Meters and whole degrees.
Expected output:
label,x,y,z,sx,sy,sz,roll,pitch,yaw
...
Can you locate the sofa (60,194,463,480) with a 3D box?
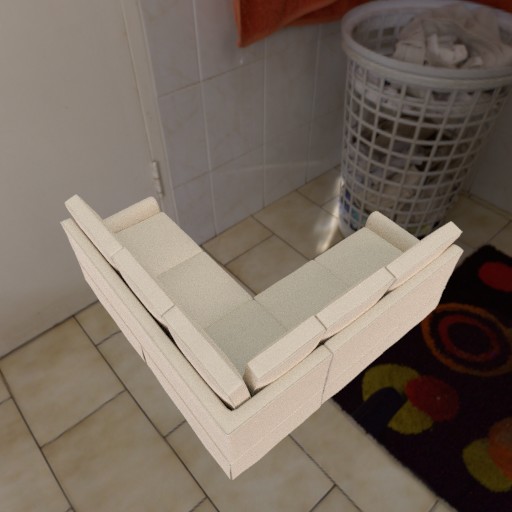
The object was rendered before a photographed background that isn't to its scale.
label,x,y,z,sx,sy,sz,roll,pitch,yaw
sofa,0.000,0.000,4.158,2.591,1.070,2.597,-31,54,-26
